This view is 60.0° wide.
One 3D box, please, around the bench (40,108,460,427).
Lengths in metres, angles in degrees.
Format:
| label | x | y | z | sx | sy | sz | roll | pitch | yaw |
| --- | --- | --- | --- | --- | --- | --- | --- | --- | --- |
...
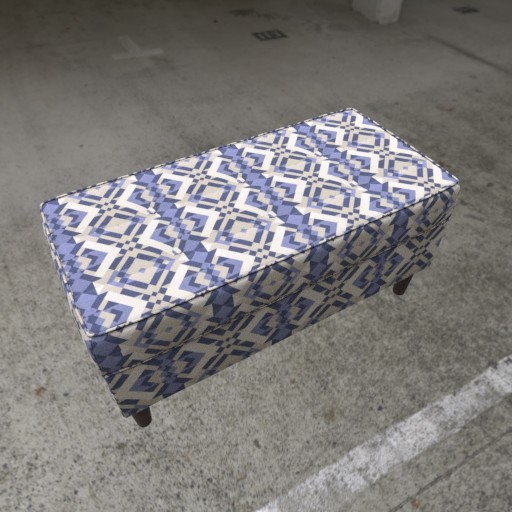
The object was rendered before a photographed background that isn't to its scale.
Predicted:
| label | x | y | z | sx | sy | sz | roll | pitch | yaw |
| --- | --- | --- | --- | --- | --- | --- | --- | --- | --- |
| bench | 0.000 | 0.000 | 1.302 | 1.016 | 0.477 | 0.492 | -22 | 50 | -20 |
